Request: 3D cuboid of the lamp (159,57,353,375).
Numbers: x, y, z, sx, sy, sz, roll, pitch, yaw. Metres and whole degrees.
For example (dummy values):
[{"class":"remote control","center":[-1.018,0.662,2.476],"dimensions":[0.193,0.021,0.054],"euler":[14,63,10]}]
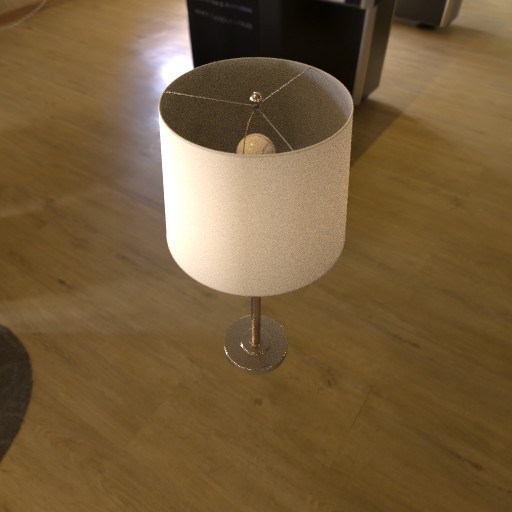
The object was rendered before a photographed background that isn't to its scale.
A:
[{"class":"lamp","center":[0.000,0.000,0.895],"dimensions":[0.333,0.696,0.333],"euler":[0,47,0]}]
